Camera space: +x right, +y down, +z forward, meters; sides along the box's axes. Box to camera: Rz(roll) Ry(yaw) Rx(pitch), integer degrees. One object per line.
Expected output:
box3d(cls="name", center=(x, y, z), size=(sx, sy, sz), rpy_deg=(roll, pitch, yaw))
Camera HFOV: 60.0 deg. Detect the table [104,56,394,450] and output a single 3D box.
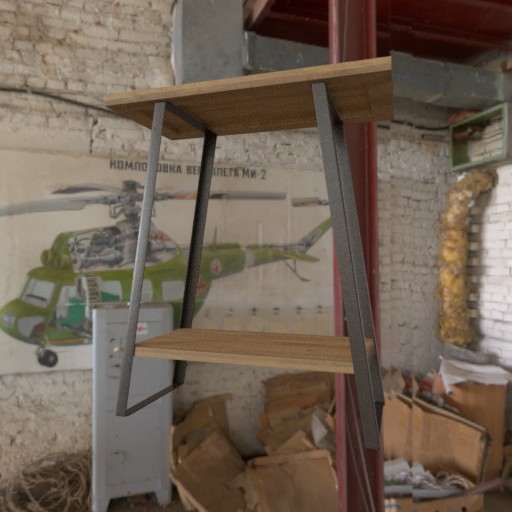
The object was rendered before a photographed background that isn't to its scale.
box3d(cls="table", center=(0.000, 0.000, 1.012), size=(0.599, 0.701, 0.300), rpy_deg=(0, 0, 18))
